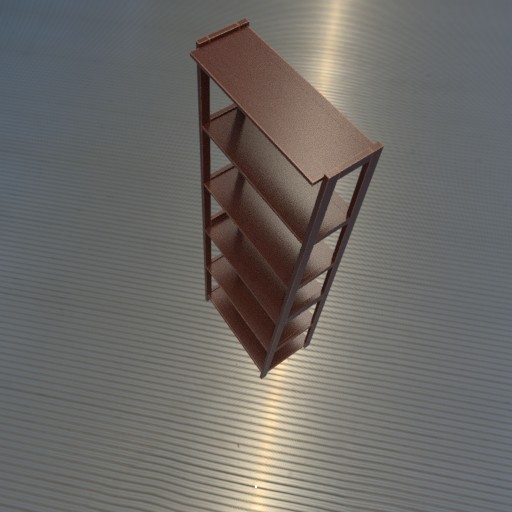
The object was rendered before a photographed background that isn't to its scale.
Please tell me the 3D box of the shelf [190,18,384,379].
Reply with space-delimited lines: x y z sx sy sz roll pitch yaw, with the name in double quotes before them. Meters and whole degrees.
"shelf" 0.000 0.000 2.103 0.381 1.892 0.660 -32 67 -15
